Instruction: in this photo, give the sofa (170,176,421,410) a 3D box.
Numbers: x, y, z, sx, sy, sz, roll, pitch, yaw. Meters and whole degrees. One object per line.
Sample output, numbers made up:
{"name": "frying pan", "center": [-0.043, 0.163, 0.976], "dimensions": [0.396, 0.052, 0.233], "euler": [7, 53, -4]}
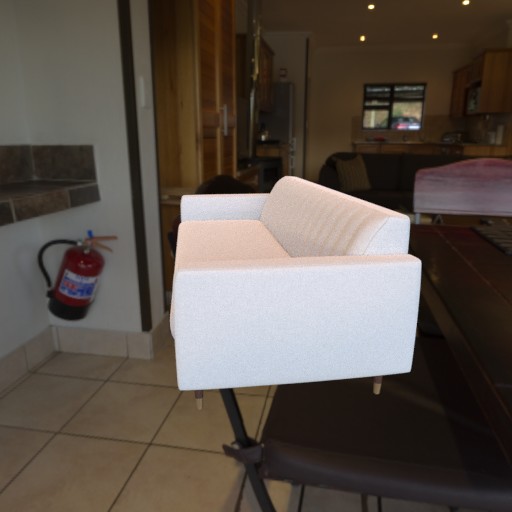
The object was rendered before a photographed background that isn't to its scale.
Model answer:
{"name": "sofa", "center": [0.000, 0.000, 2.767], "dimensions": [0.990, 0.821, 2.291], "euler": [-2, 15, -8]}
